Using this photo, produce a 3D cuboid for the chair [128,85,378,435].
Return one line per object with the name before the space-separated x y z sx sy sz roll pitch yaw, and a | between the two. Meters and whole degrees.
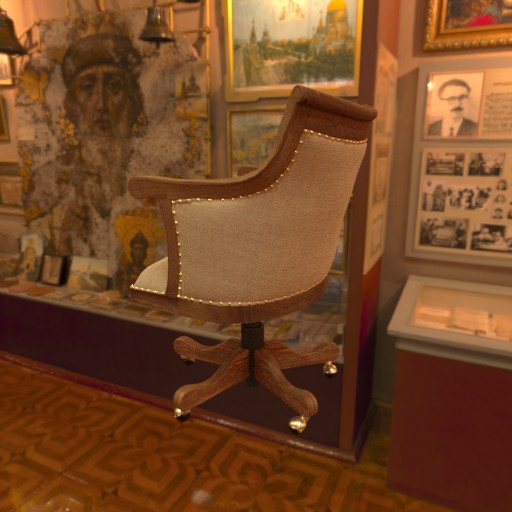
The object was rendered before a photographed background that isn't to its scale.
chair | 0.000 0.000 1.453 0.689 0.965 0.656 7 16 26
